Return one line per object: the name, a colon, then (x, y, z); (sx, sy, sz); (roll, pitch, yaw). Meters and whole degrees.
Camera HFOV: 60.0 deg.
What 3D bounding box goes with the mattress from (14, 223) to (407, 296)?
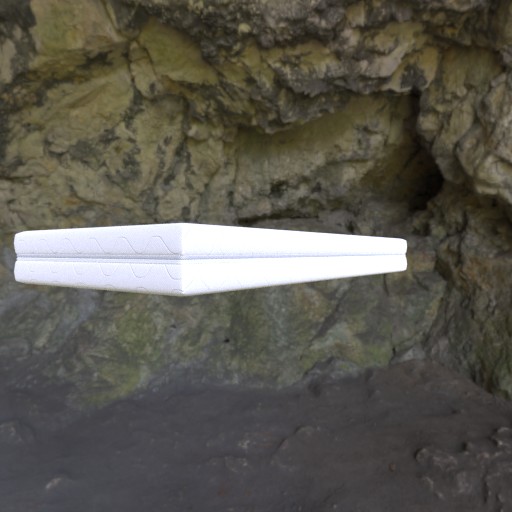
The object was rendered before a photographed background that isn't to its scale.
mattress: (0.000, 0.000, 2.186); (0.900, 0.200, 1.900); (0, 1, 36)
